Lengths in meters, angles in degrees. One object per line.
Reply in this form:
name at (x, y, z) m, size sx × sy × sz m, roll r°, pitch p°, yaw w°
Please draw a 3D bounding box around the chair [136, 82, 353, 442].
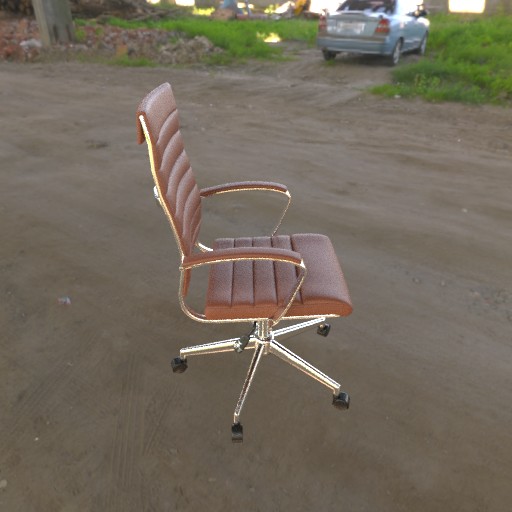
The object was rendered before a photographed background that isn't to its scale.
chair at (0.000, 0.000, 1.648) m, size 0.739 × 1.149 × 0.766 m, roll -1°, pitch 31°, yaw -1°
